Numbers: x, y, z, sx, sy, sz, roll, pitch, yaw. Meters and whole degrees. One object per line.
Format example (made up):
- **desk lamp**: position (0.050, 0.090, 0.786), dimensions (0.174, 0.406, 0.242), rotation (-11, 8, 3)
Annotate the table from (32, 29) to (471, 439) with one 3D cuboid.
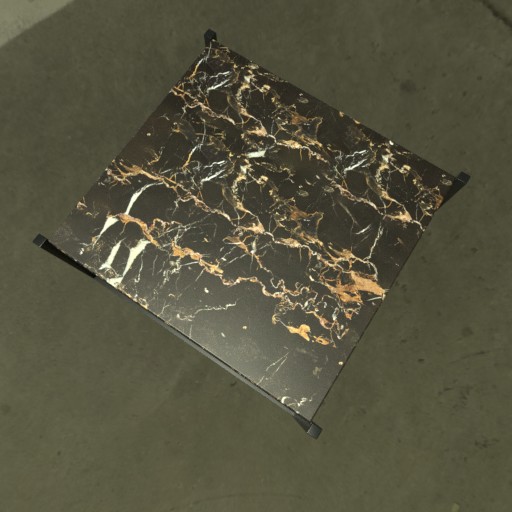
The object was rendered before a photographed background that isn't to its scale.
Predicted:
- **table**: position (0.000, 0.000, 0.892), dimensions (0.469, 0.534, 0.432), rotation (33, 77, 8)
